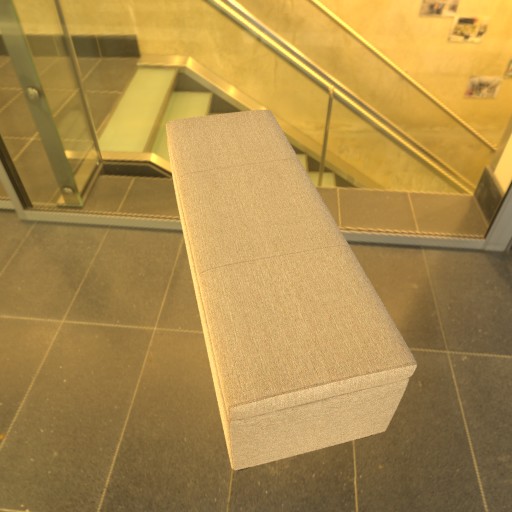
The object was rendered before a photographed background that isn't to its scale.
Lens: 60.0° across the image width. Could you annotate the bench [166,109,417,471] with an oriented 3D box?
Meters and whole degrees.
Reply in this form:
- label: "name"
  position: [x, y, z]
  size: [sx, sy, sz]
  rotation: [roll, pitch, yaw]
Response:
- label: "bench"
  position: [0.000, 0.000, 1.518]
  size: [0.446, 0.438, 1.269]
  rotation: [-10, 46, -10]
